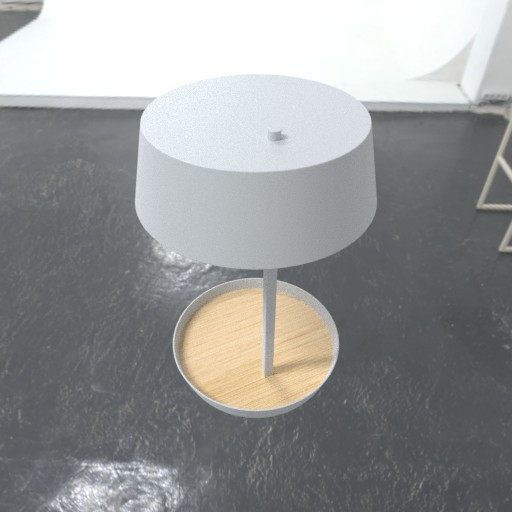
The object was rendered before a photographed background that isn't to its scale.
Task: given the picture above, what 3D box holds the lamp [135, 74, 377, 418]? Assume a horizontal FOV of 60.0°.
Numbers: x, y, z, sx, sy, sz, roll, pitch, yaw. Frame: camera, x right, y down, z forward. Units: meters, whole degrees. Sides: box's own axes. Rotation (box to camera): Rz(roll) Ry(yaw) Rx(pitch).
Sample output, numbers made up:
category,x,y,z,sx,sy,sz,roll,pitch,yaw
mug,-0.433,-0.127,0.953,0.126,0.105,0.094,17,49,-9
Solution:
category,x,y,z,sx,sy,sz,roll,pitch,yaw
lamp,0.000,0.000,0.616,0.291,0.429,0.291,0,41,0
